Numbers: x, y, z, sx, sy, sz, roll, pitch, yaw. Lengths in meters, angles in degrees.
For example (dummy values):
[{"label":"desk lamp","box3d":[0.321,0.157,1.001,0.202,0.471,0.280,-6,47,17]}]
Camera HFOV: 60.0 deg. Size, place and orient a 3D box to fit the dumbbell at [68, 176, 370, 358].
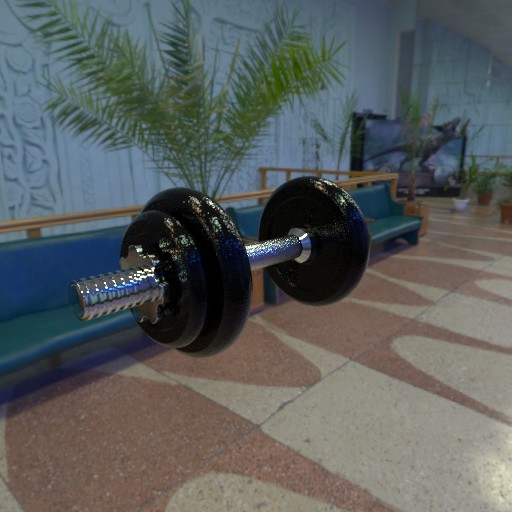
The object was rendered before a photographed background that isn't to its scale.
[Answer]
[{"label":"dumbbell","box3d":[0.000,0.000,0.603,0.202,0.202,0.497,14,20,43]}]
